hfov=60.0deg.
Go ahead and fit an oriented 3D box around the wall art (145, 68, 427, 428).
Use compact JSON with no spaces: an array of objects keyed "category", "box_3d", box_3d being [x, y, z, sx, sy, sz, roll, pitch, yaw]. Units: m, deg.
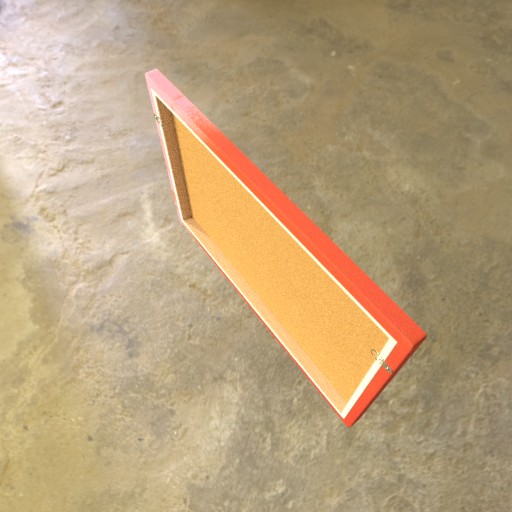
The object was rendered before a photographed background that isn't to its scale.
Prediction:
[{"category":"wall art","box_3d":[0.000,0.000,1.186,0.040,0.609,0.913,-32,62,-19]}]
